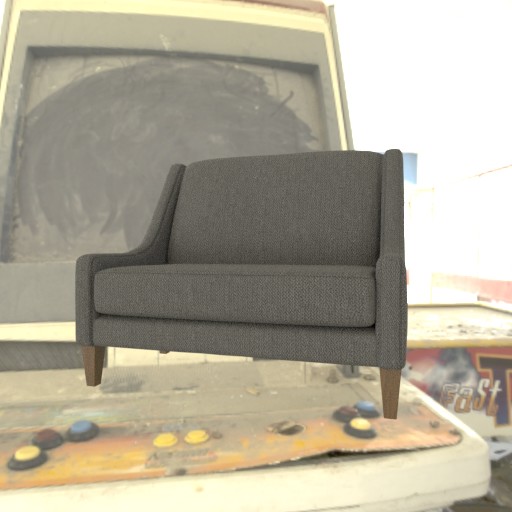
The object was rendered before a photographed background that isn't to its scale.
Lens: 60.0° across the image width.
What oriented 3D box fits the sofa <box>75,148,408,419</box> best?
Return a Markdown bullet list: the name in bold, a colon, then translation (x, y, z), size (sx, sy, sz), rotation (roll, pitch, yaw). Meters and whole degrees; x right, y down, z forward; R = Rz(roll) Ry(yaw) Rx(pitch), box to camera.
- **sofa**: translation (0.000, 0.000, 1.931), size (1.242, 1.022, 0.873), rotation (0, 1, 17)
